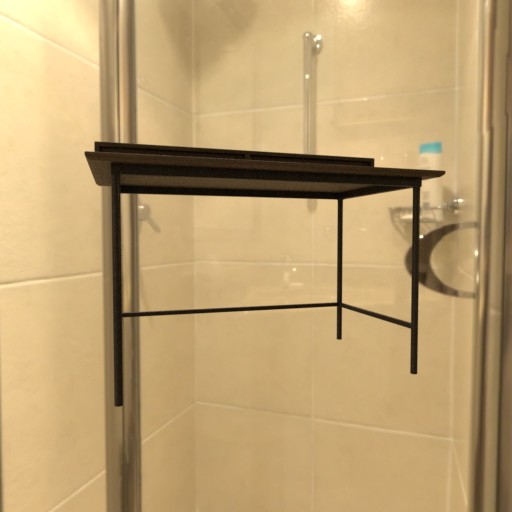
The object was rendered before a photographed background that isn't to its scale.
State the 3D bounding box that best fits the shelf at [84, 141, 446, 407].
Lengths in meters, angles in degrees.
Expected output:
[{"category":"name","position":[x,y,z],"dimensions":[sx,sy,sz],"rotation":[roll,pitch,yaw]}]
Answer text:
[{"category":"shelf","position":[0.000,0.000,1.751],"dimensions":[1.212,0.865,0.685],"rotation":[-1,3,-17]}]
